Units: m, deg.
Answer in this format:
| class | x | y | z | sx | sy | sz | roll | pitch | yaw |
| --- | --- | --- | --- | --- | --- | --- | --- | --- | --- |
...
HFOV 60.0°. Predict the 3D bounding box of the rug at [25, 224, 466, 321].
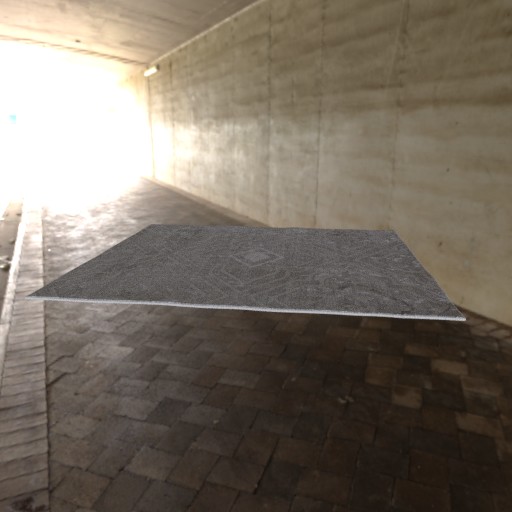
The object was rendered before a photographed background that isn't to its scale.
| class | x | y | z | sx | sy | sz | roll | pitch | yaw |
| --- | --- | --- | --- | --- | --- | --- | --- | --- | --- |
| rug | 0.000 | 0.000 | 0.893 | 0.639 | 0.006 | 0.548 | 2 | 16 | 7 |
